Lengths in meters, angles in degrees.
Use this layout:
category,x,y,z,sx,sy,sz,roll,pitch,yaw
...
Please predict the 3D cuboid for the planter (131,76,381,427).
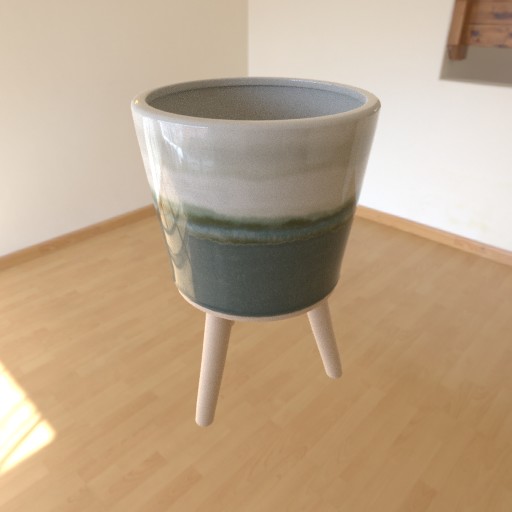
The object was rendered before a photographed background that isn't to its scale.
category,x,y,z,sx,sy,sz,roll,pitch,yaw
planter,0.000,0.000,0.475,0.217,0.331,0.217,9,32,16
